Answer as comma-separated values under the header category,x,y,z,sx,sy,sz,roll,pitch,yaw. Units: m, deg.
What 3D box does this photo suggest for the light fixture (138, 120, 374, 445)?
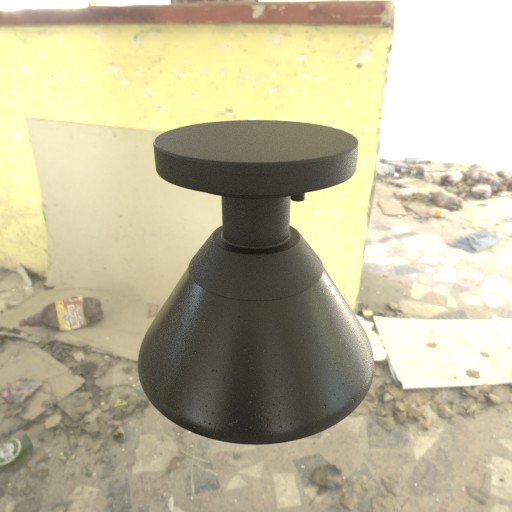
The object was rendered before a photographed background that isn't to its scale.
category,x,y,z,sx,sy,sz,roll,pitch,yaw
light fixture,0.000,0.000,0.346,0.200,0.183,0.200,0,27,0
